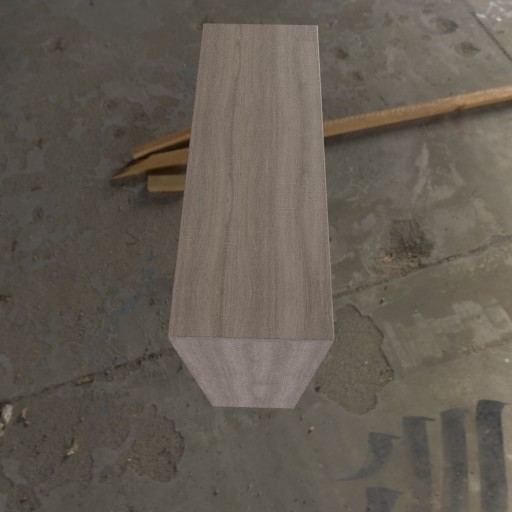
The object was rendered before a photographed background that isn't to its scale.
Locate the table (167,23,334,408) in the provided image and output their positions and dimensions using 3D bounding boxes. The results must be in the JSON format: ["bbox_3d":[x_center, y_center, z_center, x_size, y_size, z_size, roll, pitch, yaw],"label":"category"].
[{"bbox_3d":[0.000,0.000,1.916,0.398,1.388,1.111,1,64,1],"label":"table"}]
